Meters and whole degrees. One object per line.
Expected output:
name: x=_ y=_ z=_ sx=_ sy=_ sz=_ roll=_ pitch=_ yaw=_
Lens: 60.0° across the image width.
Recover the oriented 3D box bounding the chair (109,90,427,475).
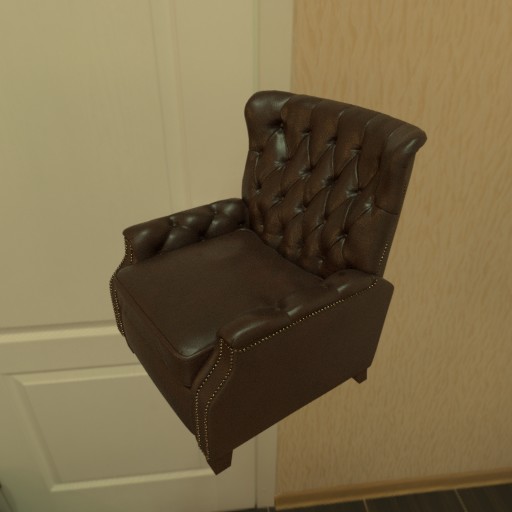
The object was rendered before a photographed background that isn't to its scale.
chair: x=0.000 y=0.000 z=1.439 sx=0.823 sy=0.864 sz=0.709 roll=-21 pitch=37 yaw=-30
